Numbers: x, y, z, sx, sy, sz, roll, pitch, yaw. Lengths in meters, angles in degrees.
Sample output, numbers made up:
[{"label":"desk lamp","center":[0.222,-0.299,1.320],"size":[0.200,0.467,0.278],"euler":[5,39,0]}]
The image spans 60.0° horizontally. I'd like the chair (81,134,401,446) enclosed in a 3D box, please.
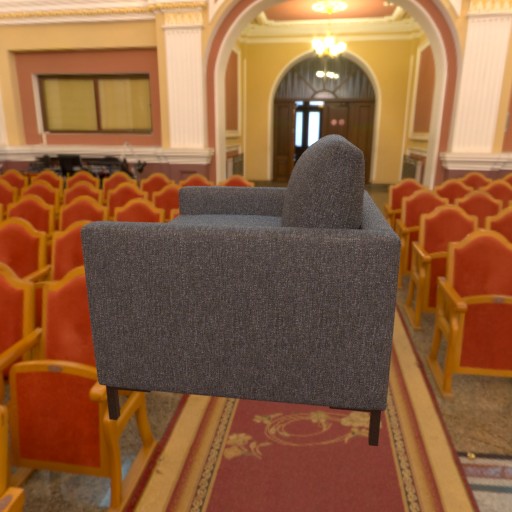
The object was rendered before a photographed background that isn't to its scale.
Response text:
[{"label":"chair","center":[0.000,0.000,1.630],"size":[0.866,0.861,0.963],"euler":[2,16,8]}]
